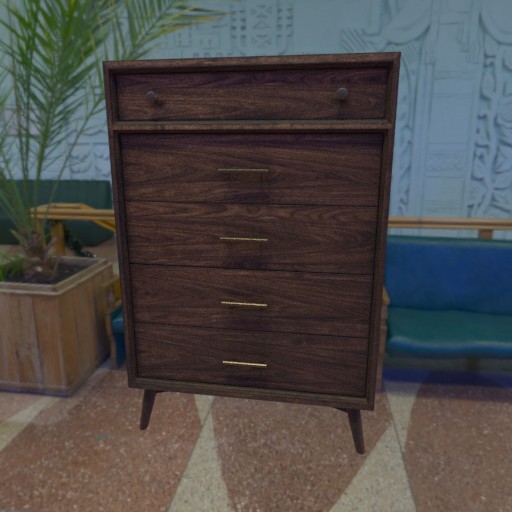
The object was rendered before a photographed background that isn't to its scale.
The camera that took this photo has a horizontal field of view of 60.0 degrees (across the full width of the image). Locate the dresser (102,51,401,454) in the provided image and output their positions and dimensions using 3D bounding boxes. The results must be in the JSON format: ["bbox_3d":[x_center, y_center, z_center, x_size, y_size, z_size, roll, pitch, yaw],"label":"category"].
[{"bbox_3d":[0.000,0.000,1.731,0.919,1.365,0.498,2,15,9],"label":"dresser"}]
